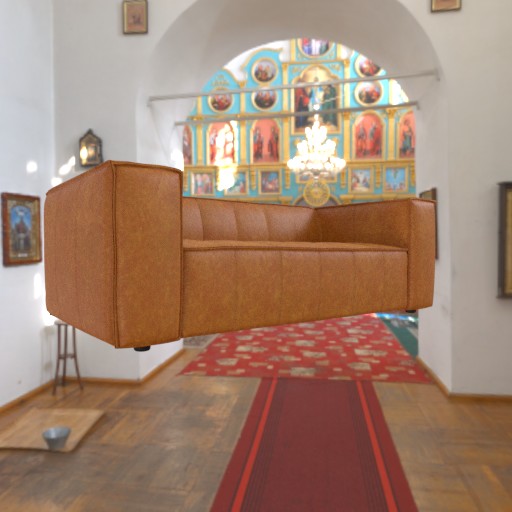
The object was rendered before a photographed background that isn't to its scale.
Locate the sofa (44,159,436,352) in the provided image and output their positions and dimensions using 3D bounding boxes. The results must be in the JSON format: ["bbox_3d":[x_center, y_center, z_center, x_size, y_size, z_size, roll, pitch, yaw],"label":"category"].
[{"bbox_3d":[0.000,0.000,2.555,2.088,0.703,1.102,-1,1,-37],"label":"sofa"}]
